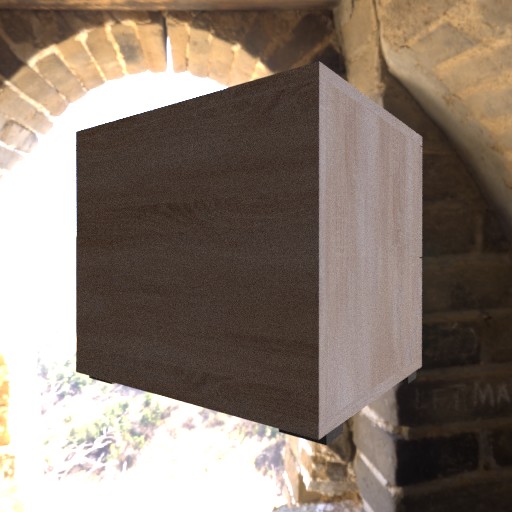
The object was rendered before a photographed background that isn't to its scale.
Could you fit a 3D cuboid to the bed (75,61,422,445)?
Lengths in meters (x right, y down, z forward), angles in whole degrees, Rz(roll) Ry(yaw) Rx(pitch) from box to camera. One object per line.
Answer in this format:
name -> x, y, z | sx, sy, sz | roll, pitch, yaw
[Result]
bed -> 0.000, 0.000, 0.771 | 0.460, 0.420, 0.401 | 0, 0, 36
